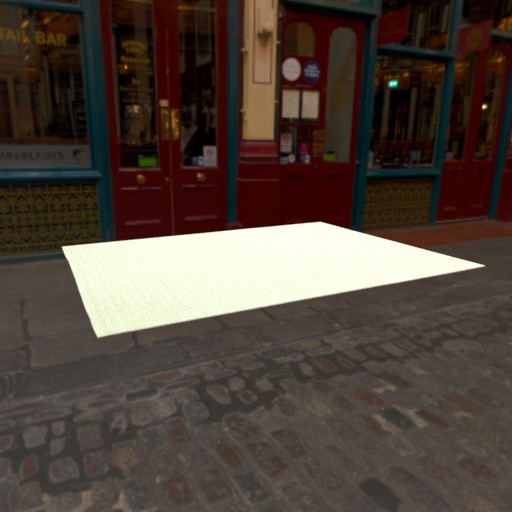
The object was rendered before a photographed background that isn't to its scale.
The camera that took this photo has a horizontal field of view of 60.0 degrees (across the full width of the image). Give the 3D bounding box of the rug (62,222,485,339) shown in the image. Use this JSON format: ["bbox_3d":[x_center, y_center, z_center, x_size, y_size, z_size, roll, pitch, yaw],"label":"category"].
[{"bbox_3d":[0.000,0.000,4.176,3.204,0.016,2.452,-7,16,-26],"label":"rug"}]
